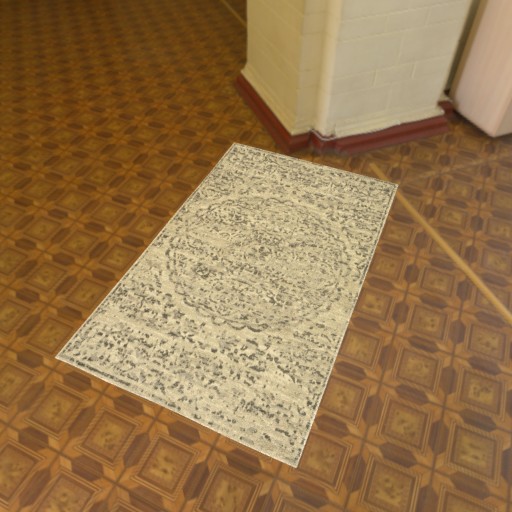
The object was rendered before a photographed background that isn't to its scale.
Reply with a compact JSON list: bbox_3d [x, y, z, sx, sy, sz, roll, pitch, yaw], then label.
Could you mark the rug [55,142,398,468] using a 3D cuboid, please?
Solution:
[{"bbox_3d":[0.000,0.000,3.170,1.527,0.021,2.447,18,50,16],"label":"rug"}]
